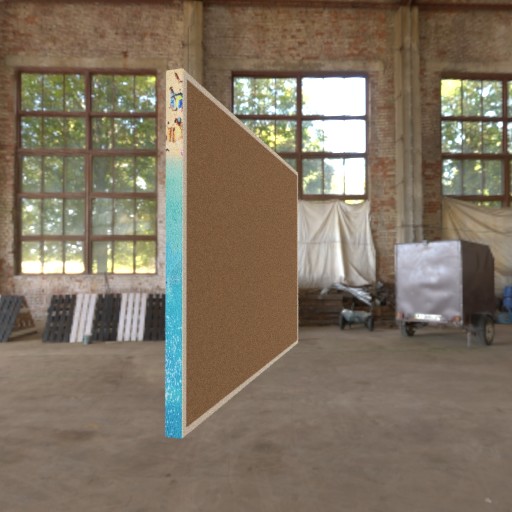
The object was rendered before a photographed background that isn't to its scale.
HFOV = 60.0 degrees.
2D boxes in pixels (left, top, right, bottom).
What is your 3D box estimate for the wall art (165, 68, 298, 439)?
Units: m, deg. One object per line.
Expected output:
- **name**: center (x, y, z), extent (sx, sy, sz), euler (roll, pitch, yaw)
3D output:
- **wall art**: center (0.000, 0.000, 1.464), extent (0.040, 0.769, 1.136), euler (0, -1, 18)
